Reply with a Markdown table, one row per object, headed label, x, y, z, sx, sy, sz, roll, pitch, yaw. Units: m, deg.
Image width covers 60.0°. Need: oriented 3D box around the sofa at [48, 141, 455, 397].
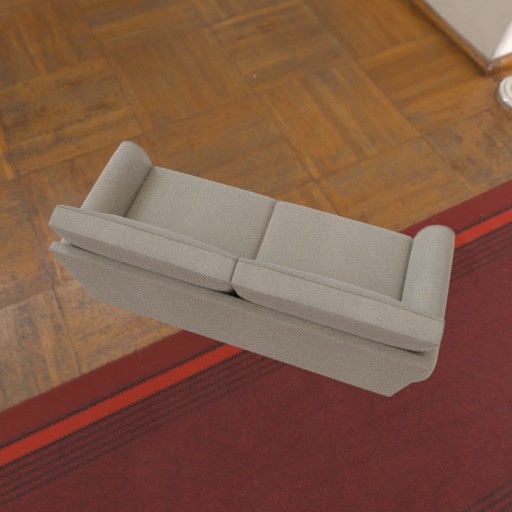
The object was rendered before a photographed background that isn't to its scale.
| label | x | y | z | sx | sy | sz | roll | pitch | yaw |
| --- | --- | --- | --- | --- | --- | --- | --- | --- | --- |
| sofa | 0.000 | 0.000 | 2.617 | 2.146 | 0.962 | 0.901 | 17 | 64 | 8 |
